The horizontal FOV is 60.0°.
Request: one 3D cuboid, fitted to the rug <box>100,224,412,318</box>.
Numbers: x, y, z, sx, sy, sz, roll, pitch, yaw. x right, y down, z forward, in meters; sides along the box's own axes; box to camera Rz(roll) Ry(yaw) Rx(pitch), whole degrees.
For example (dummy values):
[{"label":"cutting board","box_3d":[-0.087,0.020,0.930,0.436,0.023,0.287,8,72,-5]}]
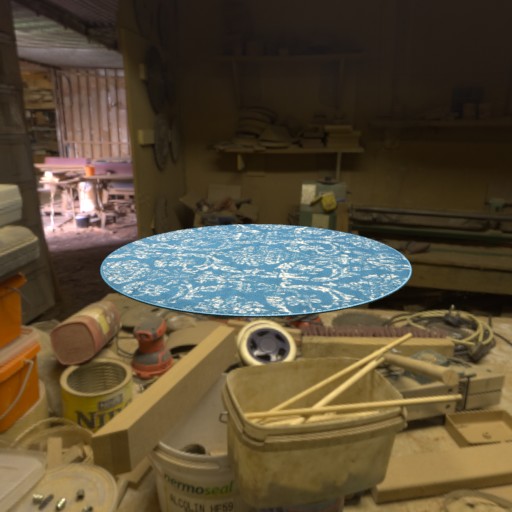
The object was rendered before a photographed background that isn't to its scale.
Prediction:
[{"label":"rug","box_3d":[0.000,0.000,2.390,1.593,0.012,1.593,0,16,0]}]
